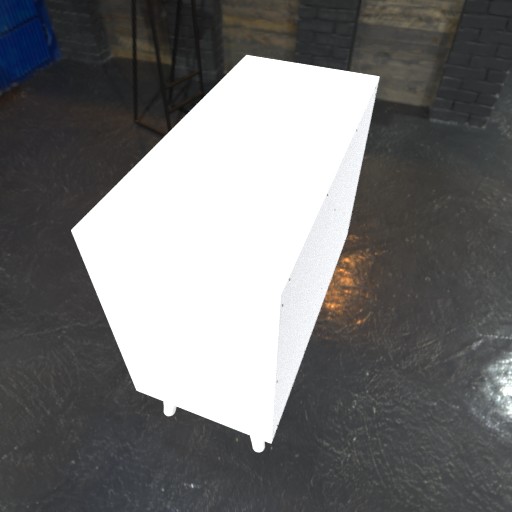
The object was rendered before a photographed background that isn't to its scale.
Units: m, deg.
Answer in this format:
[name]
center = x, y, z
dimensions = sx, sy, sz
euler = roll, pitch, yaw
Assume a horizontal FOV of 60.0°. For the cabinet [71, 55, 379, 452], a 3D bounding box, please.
[cabinet]
center = 0.000, 0.000, 1.252
dimensions = 0.398, 0.761, 0.800
euler = 16, 48, 15
